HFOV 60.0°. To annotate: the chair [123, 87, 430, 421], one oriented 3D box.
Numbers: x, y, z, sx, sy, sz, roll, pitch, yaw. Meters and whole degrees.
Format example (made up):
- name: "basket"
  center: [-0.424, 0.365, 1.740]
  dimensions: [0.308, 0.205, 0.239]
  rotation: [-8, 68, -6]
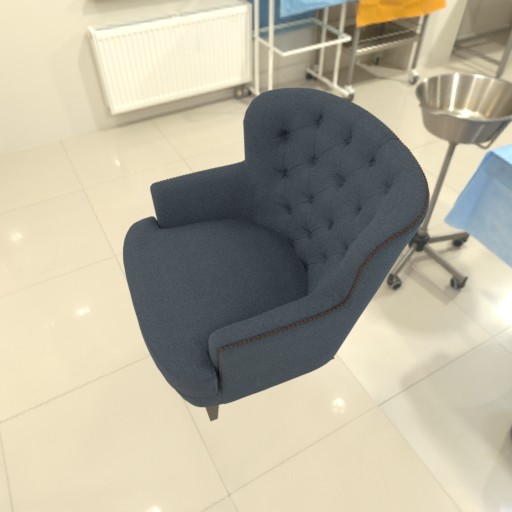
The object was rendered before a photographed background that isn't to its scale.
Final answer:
- name: "chair"
  center: [0.000, 0.000, 1.585]
  dimensions: [0.906, 0.868, 0.848]
  rotation: [-17, 48, -15]
